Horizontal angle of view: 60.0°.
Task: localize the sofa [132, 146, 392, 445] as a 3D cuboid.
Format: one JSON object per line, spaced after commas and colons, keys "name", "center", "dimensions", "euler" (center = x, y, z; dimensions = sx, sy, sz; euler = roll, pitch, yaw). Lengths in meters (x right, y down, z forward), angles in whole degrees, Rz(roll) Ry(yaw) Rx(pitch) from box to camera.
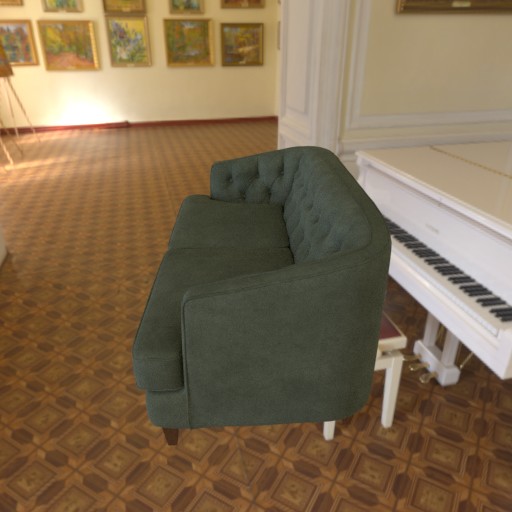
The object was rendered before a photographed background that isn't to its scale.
{"name": "sofa", "center": [0.000, 0.000, 2.288], "dimensions": [0.941, 0.855, 1.733], "euler": [-1, 26, -2]}
